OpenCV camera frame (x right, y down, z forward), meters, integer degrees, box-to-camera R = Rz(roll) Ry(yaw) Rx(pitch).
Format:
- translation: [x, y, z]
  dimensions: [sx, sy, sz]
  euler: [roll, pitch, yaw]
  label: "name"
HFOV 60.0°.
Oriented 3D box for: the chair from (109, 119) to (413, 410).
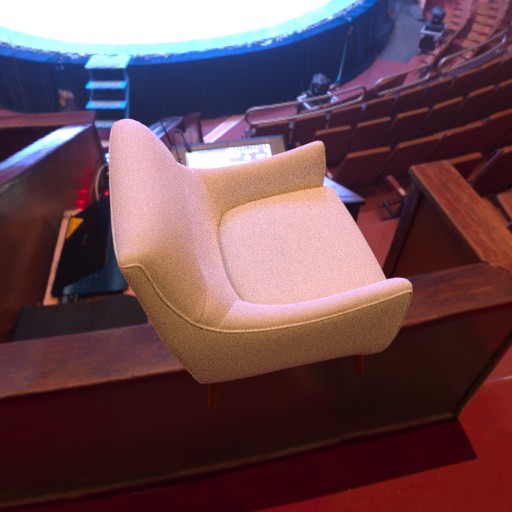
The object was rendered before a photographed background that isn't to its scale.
- translation: [0.000, 0.000, 1.491]
  dimensions: [0.787, 0.838, 0.762]
  euler: [-10, 48, -9]
  label: "chair"
